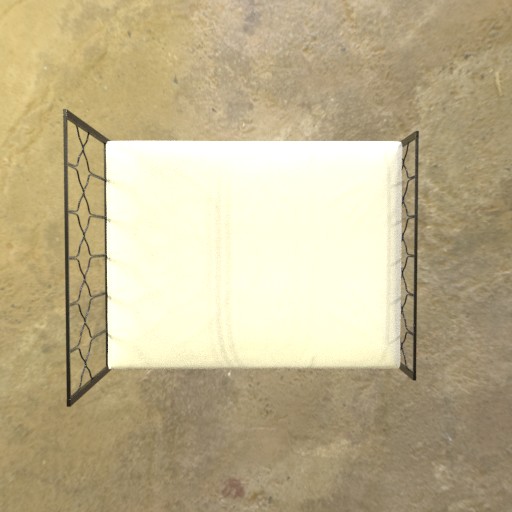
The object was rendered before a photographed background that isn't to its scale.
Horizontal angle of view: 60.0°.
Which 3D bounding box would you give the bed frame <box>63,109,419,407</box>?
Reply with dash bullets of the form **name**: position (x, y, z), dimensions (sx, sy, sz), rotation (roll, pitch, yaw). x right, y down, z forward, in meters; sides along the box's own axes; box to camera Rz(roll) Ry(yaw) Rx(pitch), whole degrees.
- **bed frame**: position (0.000, 0.000, 2.994), dimensions (2.063, 1.222, 1.597), rotation (0, 92, 0)
